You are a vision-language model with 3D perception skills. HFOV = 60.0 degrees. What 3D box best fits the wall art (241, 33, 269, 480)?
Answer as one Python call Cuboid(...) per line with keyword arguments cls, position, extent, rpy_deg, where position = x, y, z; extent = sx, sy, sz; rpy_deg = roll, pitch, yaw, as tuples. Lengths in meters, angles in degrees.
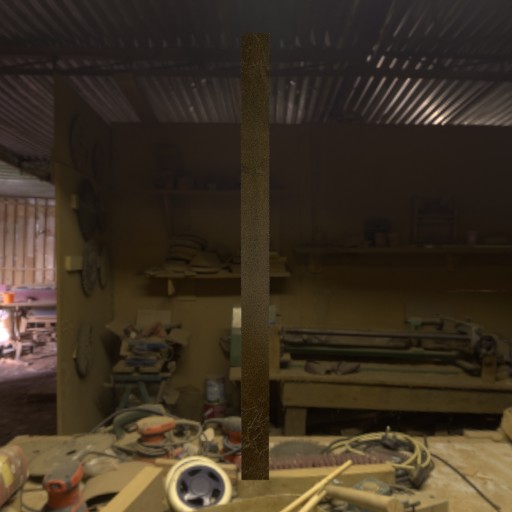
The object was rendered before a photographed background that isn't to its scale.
Cuboid(cls="wall art", position=(0.000, 0.000, 0.909), extent=(0.038, 0.610, 0.610), rpy_deg=(0, 0, 0))
